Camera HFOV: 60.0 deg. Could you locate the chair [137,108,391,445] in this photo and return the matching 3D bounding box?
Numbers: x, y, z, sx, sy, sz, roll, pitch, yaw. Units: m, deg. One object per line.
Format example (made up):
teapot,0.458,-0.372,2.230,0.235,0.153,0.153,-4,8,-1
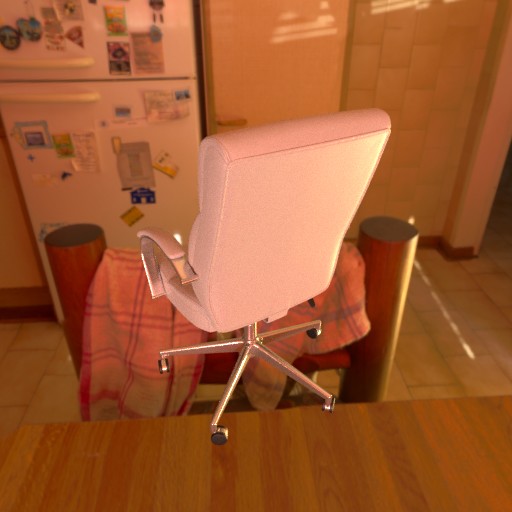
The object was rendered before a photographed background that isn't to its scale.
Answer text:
chair,0.000,0.000,1.619,0.727,1.099,0.745,-19,35,-29
